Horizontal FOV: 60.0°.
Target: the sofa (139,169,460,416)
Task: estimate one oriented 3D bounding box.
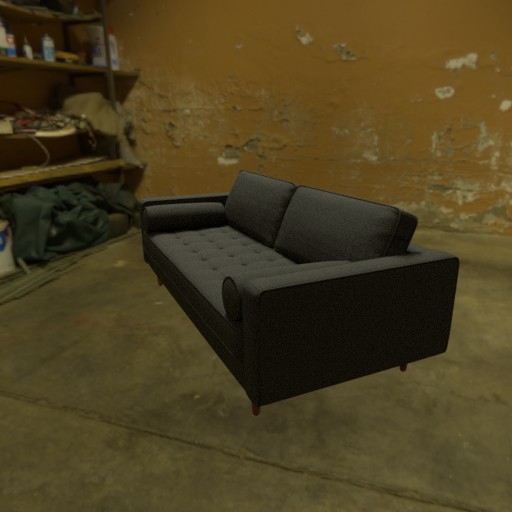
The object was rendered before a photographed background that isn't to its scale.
[{"bbox_3d":[0.000,0.000,2.414,0.914,0.759,1.875,-8,19,-24],"label":"sofa"}]
